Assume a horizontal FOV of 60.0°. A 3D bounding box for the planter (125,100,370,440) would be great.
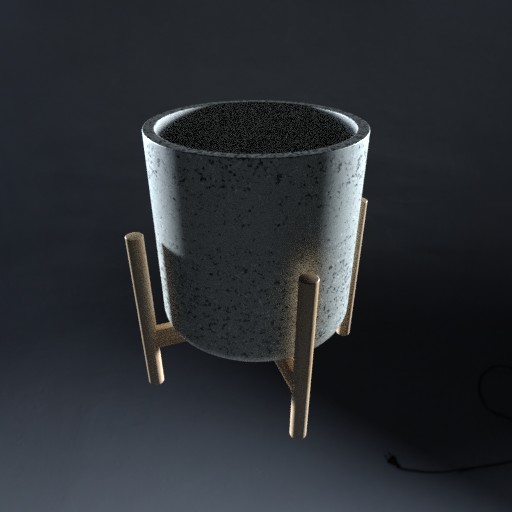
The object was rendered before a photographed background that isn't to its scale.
[{"bbox_3d":[0.000,0.000,0.708,0.360,0.419,0.360,1,31,2],"label":"planter"}]
